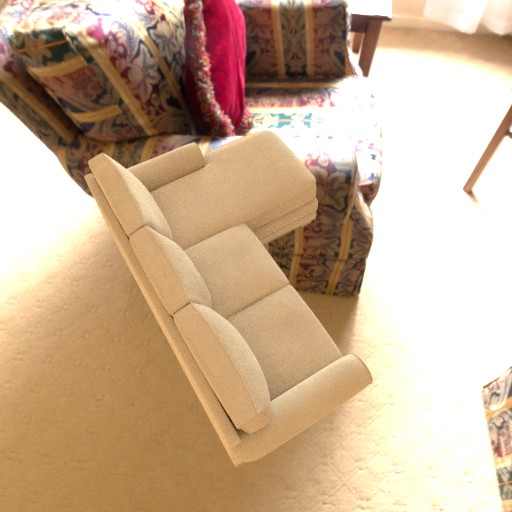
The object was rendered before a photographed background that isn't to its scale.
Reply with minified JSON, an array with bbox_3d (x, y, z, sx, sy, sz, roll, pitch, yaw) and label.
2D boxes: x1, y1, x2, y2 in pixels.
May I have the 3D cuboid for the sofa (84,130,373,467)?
[{"bbox_3d":[0.000,0.000,2.423,1.226,0.734,1.770,-27,61,-16],"label":"sofa"}]
